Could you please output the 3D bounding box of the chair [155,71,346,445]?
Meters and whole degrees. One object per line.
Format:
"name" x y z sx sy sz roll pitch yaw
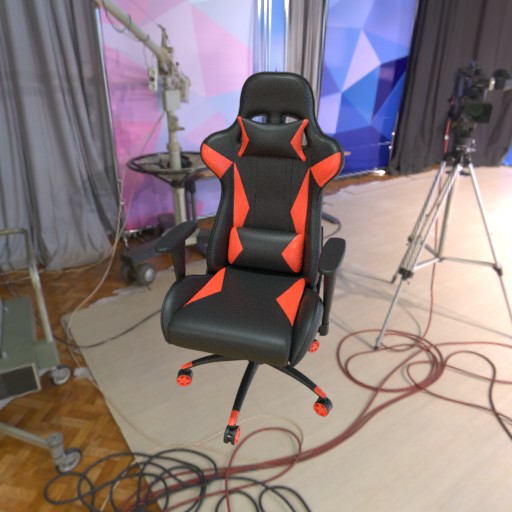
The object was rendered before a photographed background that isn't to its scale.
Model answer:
"chair" 0.000 0.000 1.702 0.695 1.282 0.730 7 27 15
